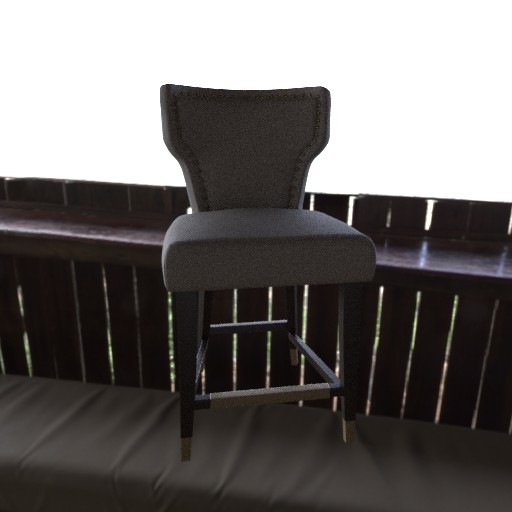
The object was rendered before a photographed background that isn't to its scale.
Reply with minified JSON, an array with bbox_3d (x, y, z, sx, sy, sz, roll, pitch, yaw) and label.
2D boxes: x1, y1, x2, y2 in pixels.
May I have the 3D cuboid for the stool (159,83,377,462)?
[{"bbox_3d":[0.000,0.000,1.320,0.527,0.982,0.563,-3,17,-9],"label":"stool"}]
